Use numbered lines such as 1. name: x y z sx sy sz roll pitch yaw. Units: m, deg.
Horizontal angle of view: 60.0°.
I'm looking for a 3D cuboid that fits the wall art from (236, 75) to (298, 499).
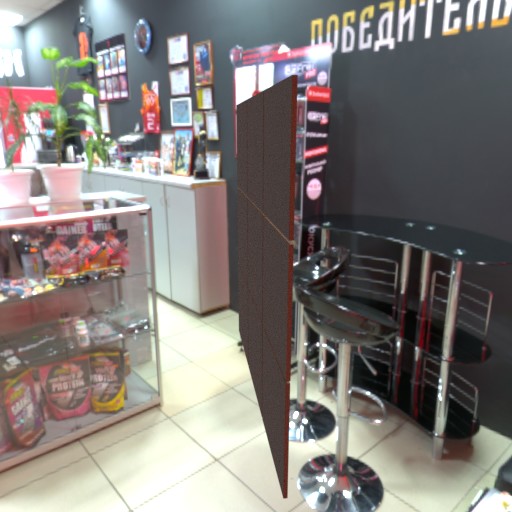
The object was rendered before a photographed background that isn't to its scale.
1. wall art: 0.000 0.000 2.229 0.017 1.521 1.527 -2 16 -8
